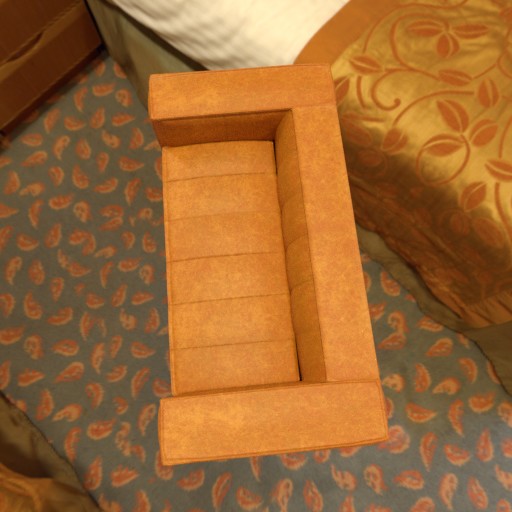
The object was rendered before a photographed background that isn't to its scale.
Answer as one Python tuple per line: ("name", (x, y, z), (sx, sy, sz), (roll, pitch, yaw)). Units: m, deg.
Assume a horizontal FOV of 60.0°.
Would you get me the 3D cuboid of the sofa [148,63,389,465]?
("sofa", (0.000, 0.000, 2.583), (1.102, 0.703, 2.088), (-5, 75, -1))
